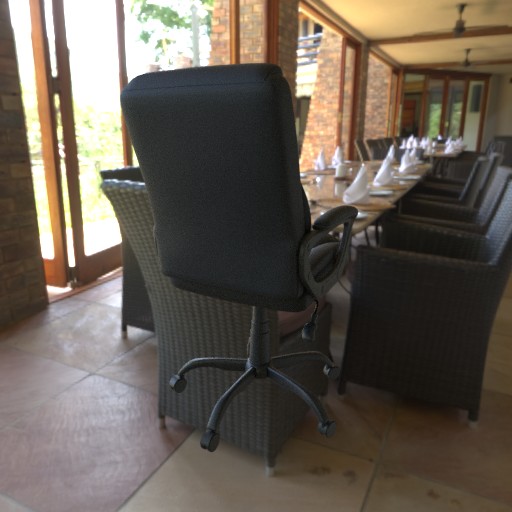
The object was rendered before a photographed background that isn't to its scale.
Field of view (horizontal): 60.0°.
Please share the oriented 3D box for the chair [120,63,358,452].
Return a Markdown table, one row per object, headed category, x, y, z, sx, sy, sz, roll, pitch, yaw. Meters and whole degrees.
| category | x | y | z | sx | sy | sz | roll | pitch | yaw |
| --- | --- | --- | --- | --- | --- | --- | --- | --- | --- |
| chair | 0.000 | 0.000 | 1.430 | 0.615 | 1.072 | 0.655 | 9 | 18 | 28 |
